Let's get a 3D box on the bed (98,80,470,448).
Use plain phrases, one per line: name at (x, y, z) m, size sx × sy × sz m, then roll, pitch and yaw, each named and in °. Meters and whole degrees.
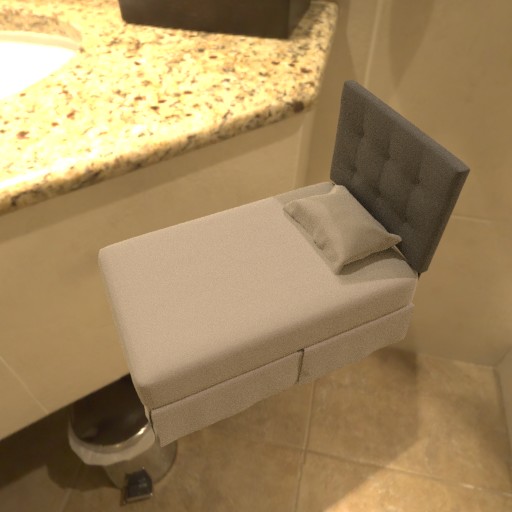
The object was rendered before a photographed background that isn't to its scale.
bed at (0.000, 0.000, 2.953) m, size 1.997 × 1.571 × 1.261 m, roll -18°, pitch 50°, yaw -16°
